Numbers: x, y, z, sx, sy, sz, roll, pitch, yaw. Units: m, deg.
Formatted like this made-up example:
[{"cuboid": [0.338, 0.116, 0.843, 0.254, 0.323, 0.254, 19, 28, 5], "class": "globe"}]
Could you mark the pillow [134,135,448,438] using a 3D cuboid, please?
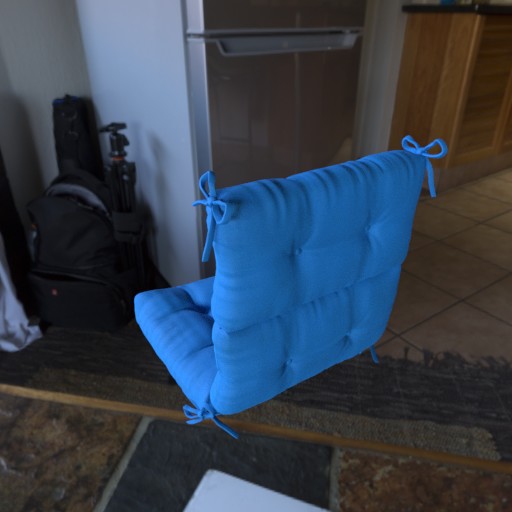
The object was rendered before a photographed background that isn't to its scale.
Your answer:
[{"cuboid": [0.000, 0.000, 1.041, 0.519, 0.605, 0.571, -18, 34, -28], "class": "pillow"}]
